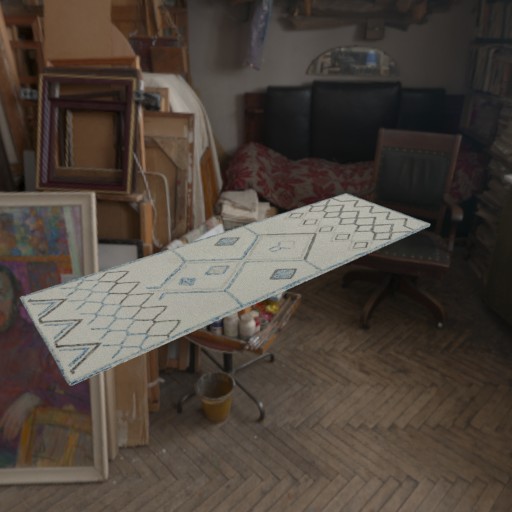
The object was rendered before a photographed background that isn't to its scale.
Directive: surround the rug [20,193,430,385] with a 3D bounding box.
[{"bbox_3d":[0.000,0.000,2.634,2.434,0.013,0.770,-20,34,-33],"label":"rug"}]
